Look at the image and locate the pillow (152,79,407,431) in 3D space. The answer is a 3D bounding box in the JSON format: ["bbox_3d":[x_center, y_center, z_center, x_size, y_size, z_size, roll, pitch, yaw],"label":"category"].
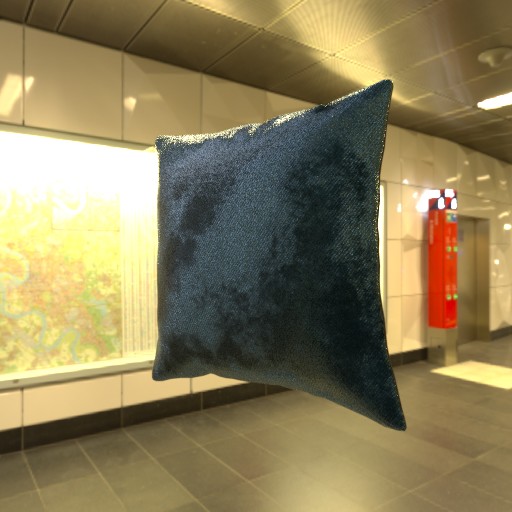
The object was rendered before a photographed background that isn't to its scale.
[{"bbox_3d":[0.000,0.000,0.650,0.436,0.430,0.138,0,0,35],"label":"pillow"}]
